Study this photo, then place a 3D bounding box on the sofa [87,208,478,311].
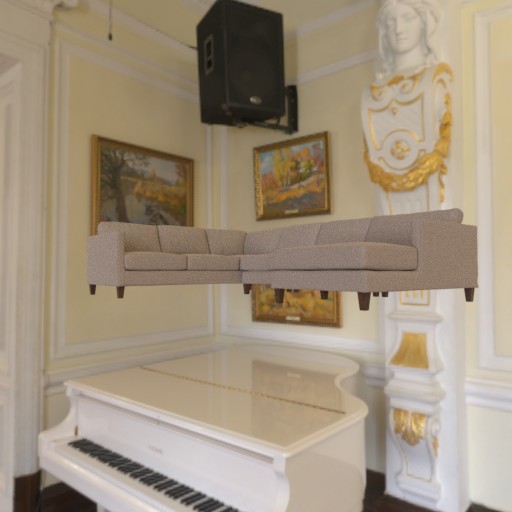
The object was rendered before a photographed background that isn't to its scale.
[{"bbox_3d":[0.000,0.000,4.604,2.424,0.865,3.438,2,-3,-38],"label":"sofa"}]
